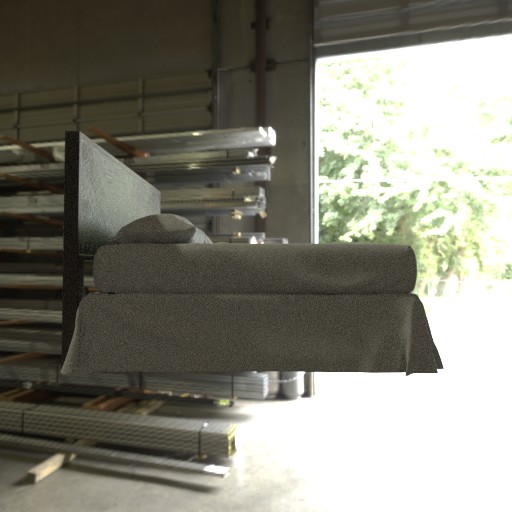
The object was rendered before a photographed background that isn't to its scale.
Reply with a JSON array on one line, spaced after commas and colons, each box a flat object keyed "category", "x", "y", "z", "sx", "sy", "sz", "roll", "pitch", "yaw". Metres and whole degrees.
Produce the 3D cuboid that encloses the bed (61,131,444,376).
[{"category": "bed", "x": 0.000, "y": 0.000, "z": 2.863, "sx": 1.785, "sy": 1.142, "sz": 1.772, "roll": 0, "pitch": -2, "yaw": 1}]
